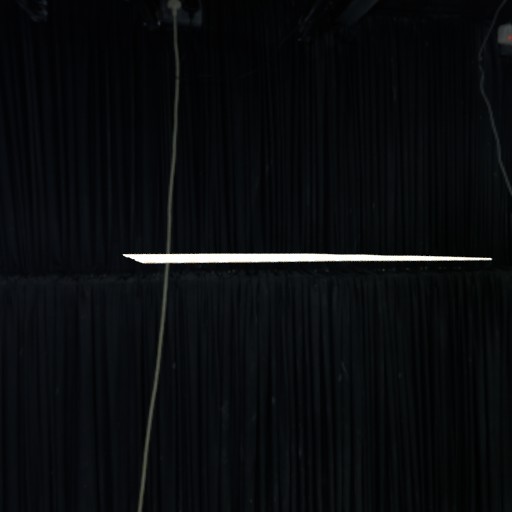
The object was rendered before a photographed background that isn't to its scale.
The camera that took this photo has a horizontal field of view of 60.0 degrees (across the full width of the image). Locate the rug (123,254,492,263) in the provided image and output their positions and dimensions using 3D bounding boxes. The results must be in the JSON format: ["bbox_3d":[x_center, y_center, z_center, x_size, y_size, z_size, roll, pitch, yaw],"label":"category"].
[{"bbox_3d":[0.000,0.000,2.734,1.524,0.013,2.135,0,1,-18],"label":"rug"}]
